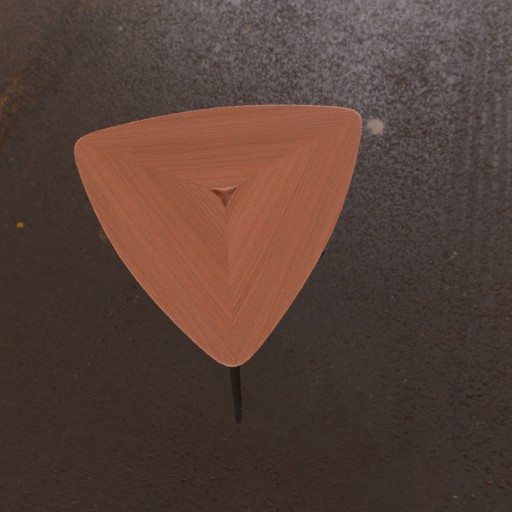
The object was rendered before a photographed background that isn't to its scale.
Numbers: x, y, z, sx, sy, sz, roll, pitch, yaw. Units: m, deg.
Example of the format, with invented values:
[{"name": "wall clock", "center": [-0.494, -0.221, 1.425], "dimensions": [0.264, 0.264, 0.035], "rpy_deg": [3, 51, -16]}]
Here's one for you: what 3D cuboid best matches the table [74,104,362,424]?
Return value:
[{"name": "table", "center": [0.000, 0.000, 0.908], "dimensions": [0.455, 0.564, 0.442], "rpy_deg": [-33, 69, -15]}]
